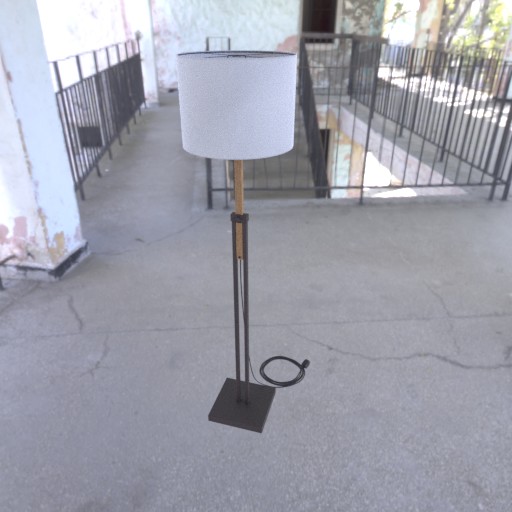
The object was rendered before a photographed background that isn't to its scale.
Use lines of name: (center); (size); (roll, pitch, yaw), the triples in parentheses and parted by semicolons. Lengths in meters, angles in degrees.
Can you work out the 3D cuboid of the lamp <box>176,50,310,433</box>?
lamp: (0.000, 0.000, 1.971); (0.474, 1.650, 0.639); (8, 29, 14)
